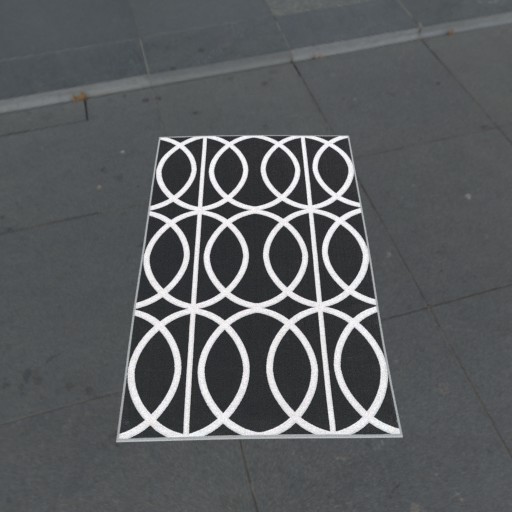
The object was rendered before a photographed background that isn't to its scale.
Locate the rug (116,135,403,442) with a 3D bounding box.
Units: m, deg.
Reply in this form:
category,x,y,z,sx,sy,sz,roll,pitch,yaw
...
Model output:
category,x,y,z,sx,sy,sz,roll,pitch,yaw
rug,0.000,0.000,2.946,1.526,0.014,2.290,-1,58,0
